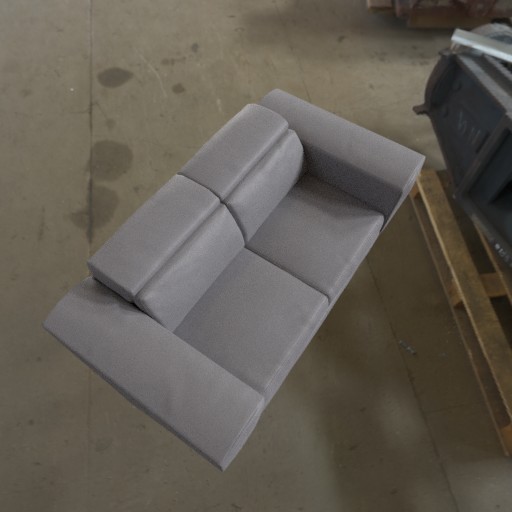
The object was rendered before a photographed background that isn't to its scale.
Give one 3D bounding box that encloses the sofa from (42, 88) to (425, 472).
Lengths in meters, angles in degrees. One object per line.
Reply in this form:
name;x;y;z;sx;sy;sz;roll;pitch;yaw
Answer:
sofa;0.000;0.000;2.369;1.003;0.779;1.895;31;64;17
